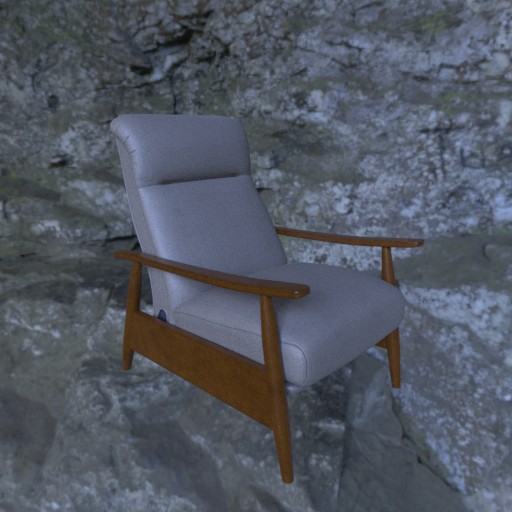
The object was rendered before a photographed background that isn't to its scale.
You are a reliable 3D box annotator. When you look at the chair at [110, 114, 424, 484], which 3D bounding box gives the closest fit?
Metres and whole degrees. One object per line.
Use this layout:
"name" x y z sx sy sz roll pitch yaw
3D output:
"chair" 0.000 0.000 1.759 1.032 1.082 0.762 15 22 42
